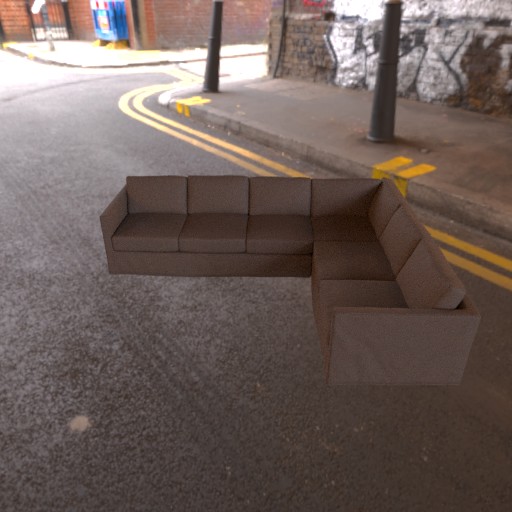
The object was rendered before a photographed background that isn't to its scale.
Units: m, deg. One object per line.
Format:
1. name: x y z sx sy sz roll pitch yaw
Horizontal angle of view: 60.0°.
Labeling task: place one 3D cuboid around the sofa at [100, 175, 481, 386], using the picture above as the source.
1. sofa: 0.000 0.000 4.240 3.182 0.871 2.432 1 30 2
